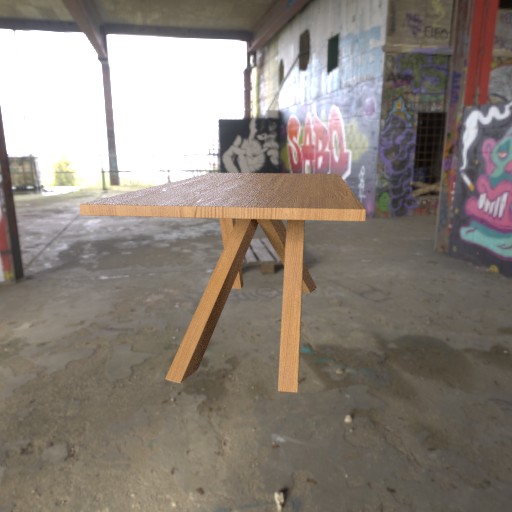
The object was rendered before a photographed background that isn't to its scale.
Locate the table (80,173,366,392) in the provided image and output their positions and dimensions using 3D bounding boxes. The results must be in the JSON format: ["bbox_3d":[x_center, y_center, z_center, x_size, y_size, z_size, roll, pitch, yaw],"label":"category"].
[{"bbox_3d":[0.000,0.000,2.318,0.901,0.750,1.797,2,14,8],"label":"table"}]
